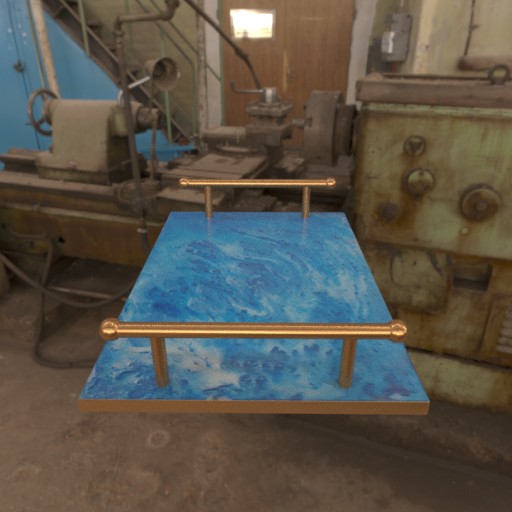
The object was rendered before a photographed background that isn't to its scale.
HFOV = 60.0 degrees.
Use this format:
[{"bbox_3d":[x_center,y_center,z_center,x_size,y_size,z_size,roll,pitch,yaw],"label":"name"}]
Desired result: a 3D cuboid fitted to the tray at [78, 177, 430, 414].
[{"bbox_3d":[0.000,0.000,0.566,0.304,0.084,0.444,0,27,1],"label":"tray"}]
